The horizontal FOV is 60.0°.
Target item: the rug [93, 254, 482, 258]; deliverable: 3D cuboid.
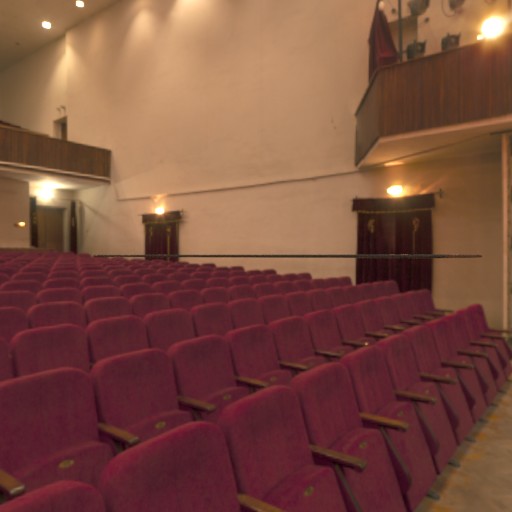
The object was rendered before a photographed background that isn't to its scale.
[{"bbox_3d":[0.000,0.000,2.593,2.276,0.014,0.678,0,0,37],"label":"rug"}]
